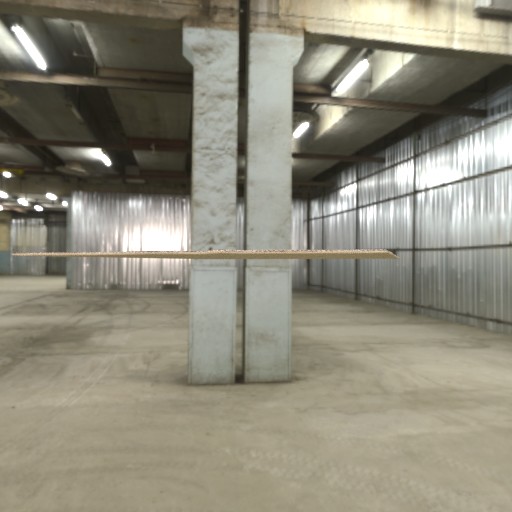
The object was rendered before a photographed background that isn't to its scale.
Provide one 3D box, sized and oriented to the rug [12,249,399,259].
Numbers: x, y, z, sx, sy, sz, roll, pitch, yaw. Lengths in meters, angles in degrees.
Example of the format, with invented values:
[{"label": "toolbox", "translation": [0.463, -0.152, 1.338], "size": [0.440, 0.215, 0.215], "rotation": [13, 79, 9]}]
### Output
[{"label": "rug", "translation": [0.000, 0.000, 4.013], "size": [2.429, 0.030, 3.052], "rotation": [0, -1, 19]}]
